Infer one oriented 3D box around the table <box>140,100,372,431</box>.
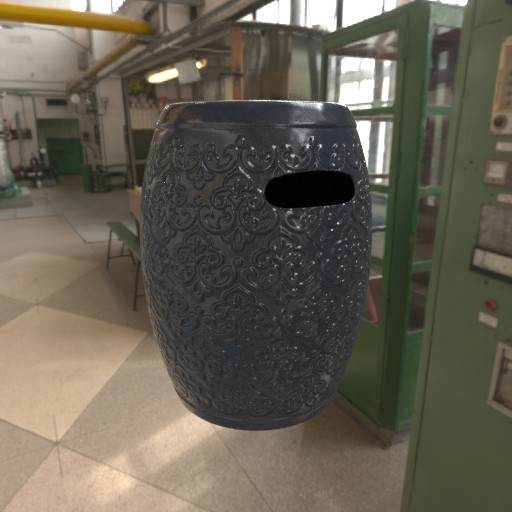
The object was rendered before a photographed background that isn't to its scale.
[{"bbox_3d":[0.000,0.000,0.616,0.309,0.397,0.309,0,16,0],"label":"table"}]
